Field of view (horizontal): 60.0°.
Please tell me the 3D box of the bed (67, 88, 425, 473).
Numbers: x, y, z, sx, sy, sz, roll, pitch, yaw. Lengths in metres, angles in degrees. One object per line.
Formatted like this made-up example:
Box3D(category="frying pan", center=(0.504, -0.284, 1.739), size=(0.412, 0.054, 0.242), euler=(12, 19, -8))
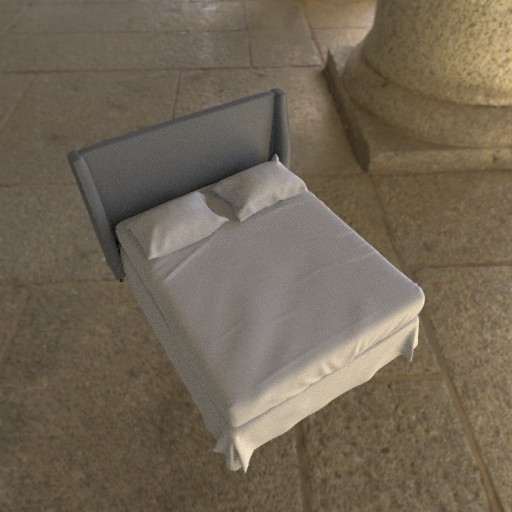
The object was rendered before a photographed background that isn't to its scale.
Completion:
Box3D(category="bed", center=(0.000, 0.000, 3.450), size=(1.925, 1.332, 2.276), euler=(-25, 52, -21))
